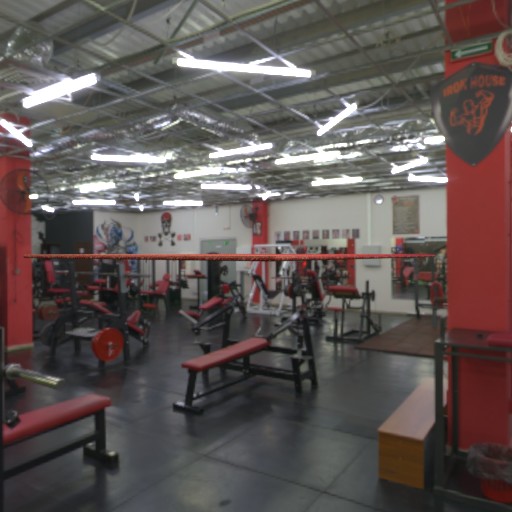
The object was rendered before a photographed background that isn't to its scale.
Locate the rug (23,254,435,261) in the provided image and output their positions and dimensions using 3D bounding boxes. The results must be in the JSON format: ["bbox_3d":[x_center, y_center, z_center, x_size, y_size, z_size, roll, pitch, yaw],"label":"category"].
[{"bbox_3d":[0.000,0.000,3.890,2.340,0.028,2.905,0,1,36],"label":"rug"}]
